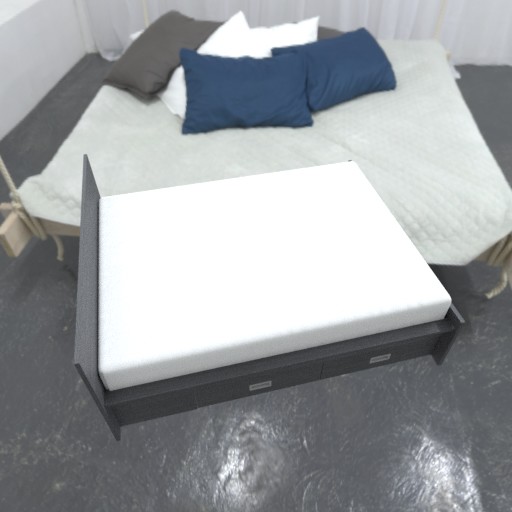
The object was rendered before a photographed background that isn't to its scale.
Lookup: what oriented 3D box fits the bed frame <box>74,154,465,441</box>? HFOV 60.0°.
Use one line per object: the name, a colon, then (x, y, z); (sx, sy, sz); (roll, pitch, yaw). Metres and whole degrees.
bed frame: (0.000, 0.000, 2.843); (1.960, 0.800, 1.622); (-10, 46, -10)
